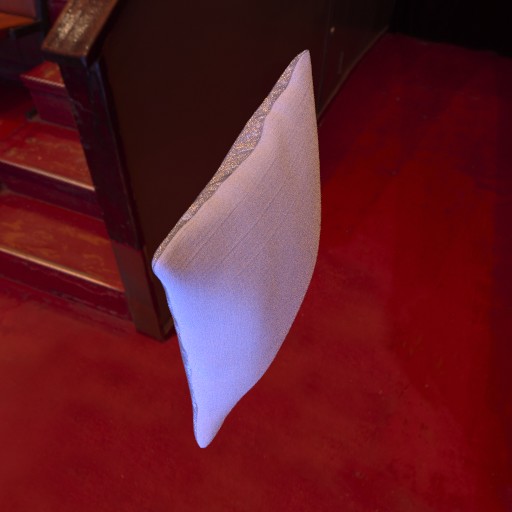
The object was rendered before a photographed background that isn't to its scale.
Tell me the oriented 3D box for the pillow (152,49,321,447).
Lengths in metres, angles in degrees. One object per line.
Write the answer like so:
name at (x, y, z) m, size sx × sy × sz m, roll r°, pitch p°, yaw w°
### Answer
pillow at (0.000, 0.000, 0.703) m, size 0.175 × 0.464 × 0.470 m, roll 17°, pitch 50°, yaw 15°
